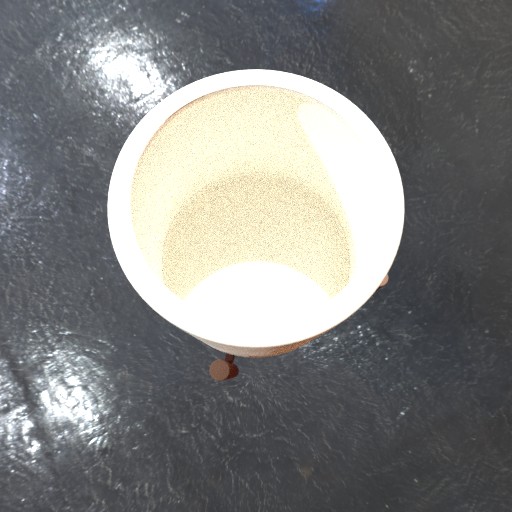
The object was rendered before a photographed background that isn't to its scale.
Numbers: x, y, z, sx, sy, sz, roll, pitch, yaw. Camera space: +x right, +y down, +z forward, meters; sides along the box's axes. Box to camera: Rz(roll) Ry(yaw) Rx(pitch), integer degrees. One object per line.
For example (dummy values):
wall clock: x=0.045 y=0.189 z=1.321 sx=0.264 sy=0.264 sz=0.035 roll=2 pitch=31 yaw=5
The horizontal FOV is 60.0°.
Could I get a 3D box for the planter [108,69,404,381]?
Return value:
planter: x=0.000 y=0.000 z=0.505 sx=0.224 sy=0.358 sz=0.224 roll=-28 pitch=77 yaw=-7
